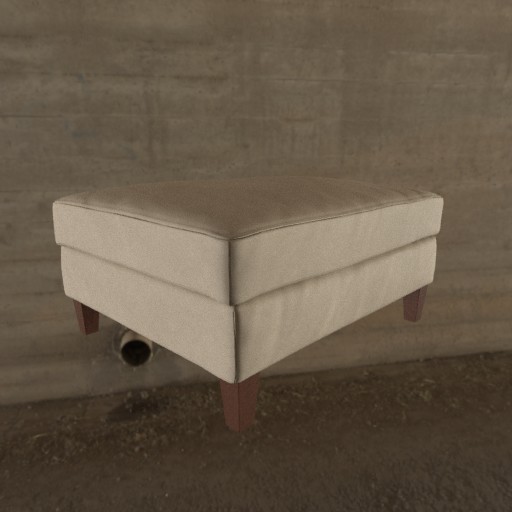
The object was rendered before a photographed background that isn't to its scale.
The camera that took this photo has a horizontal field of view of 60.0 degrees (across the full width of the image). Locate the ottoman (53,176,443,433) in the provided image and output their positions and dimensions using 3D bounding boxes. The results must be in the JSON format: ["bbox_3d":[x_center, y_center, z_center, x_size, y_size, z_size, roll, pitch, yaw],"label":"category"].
[{"bbox_3d":[0.000,0.000,1.465,0.836,0.492,1.002,13,19,42],"label":"ottoman"}]
